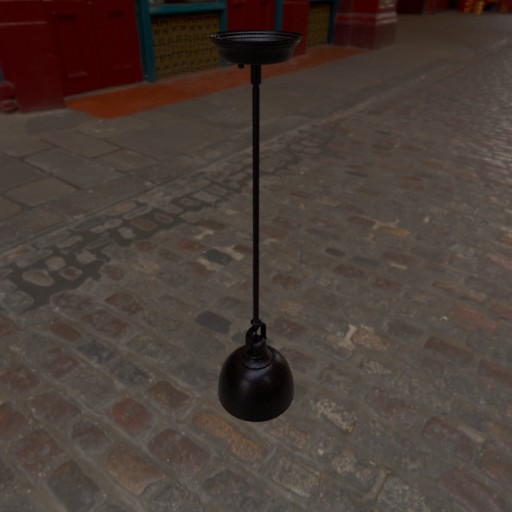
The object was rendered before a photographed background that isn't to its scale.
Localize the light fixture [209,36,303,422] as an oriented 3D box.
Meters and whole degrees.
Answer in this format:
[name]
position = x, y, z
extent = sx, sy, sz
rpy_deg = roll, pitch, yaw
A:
[light fixture]
position = 0.000, 0.000, 0.855
extent = 0.182, 0.768, 0.182
rpy_deg = 22, 39, 31
